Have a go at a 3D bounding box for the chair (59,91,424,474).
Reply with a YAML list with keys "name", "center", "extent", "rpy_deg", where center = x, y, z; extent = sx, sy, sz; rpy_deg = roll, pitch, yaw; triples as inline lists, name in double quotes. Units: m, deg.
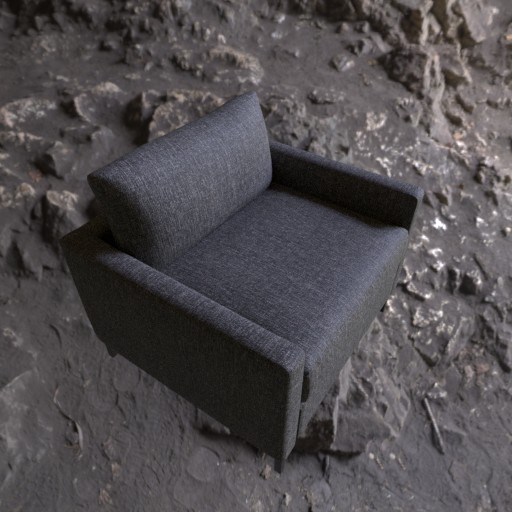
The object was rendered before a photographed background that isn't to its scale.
- name: "chair"
  center: [0.000, 0.000, 1.598]
  extent: [0.866, 0.861, 0.963]
  rpy_deg: [25, 47, 25]
